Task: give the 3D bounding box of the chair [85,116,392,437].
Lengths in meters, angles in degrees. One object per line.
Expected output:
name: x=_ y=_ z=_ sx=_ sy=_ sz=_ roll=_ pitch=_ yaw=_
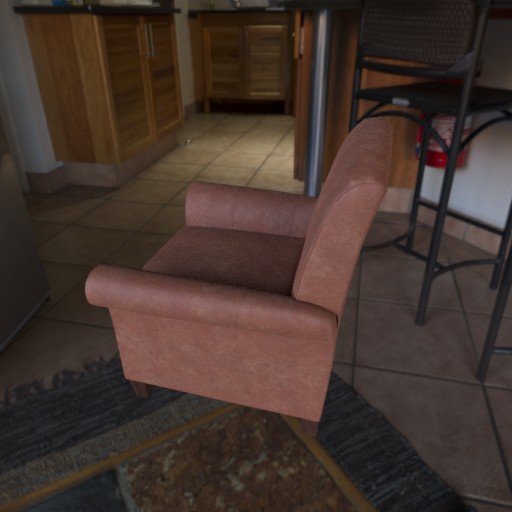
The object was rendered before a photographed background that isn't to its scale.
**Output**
chair: x=0.000 y=0.000 z=1.759 sx=0.902 sy=1.061 sz=0.978 roll=8 pitch=30 yaw=13
